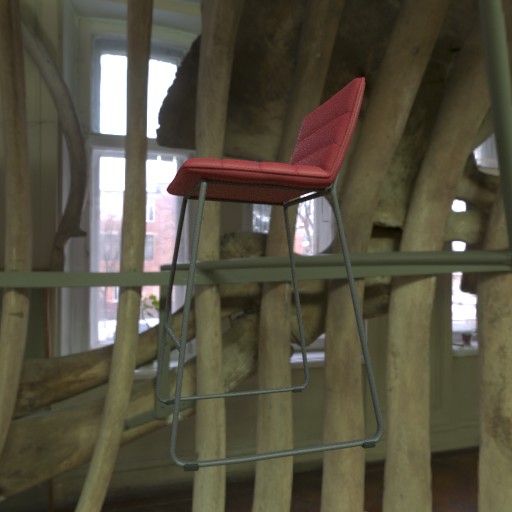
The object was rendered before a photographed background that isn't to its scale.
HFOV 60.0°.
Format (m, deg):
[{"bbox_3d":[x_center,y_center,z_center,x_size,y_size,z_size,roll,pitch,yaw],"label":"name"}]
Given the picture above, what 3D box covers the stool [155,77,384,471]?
[{"bbox_3d":[0.000,0.000,1.252,0.524,0.937,0.489,0,0,-17],"label":"stool"}]
